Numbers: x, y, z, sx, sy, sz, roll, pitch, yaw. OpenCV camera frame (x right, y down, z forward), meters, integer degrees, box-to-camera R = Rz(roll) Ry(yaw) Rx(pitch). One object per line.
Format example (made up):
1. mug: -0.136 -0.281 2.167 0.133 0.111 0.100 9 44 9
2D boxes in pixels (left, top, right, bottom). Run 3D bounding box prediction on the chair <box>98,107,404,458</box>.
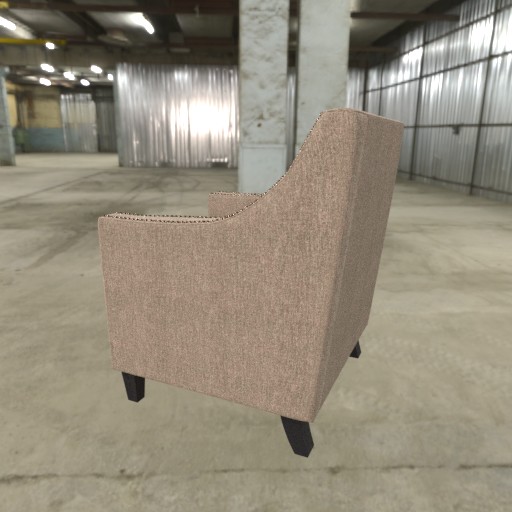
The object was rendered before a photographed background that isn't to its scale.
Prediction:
1. chair: 0.000 0.000 1.620 0.884 0.967 0.776 7 16 24
